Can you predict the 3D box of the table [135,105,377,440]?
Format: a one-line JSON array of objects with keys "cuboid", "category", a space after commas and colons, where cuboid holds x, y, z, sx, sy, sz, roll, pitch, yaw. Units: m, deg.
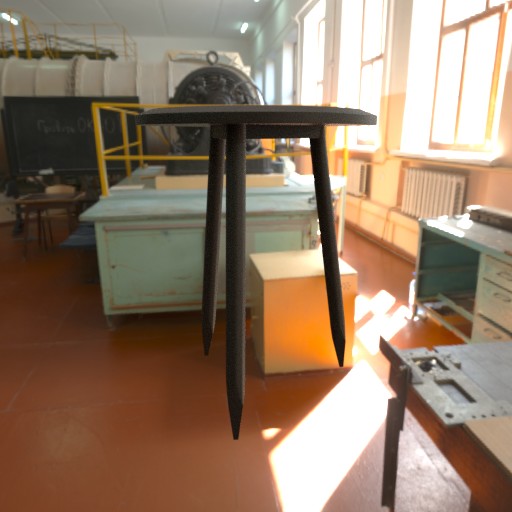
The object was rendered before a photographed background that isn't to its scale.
[{"cuboid": [0.000, 0.000, 0.941, 0.457, 0.585, 0.457, 0, 16, 0], "category": "table"}]
